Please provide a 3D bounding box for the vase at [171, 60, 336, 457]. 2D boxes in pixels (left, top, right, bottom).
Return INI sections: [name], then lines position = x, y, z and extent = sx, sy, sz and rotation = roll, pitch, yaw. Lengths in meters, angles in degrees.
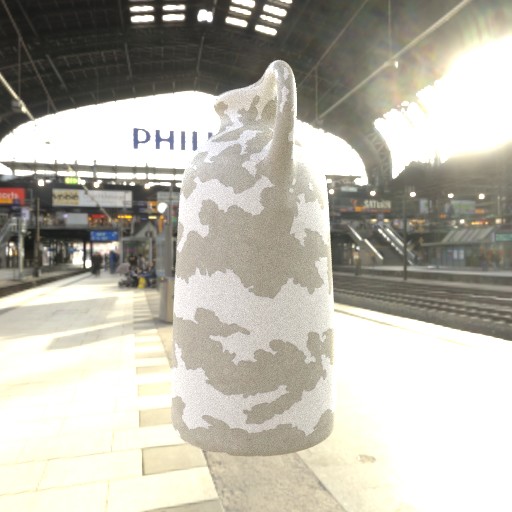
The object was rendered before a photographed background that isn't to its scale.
[vase]
position = 0.000, 0.000, 0.499
extent = 0.186, 0.382, 0.203
rotation = 0, 0, -18
